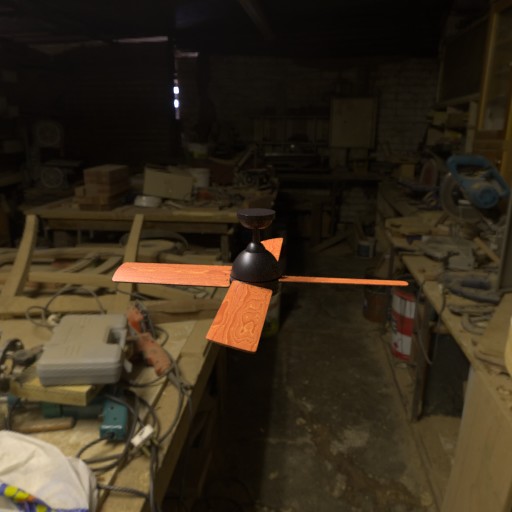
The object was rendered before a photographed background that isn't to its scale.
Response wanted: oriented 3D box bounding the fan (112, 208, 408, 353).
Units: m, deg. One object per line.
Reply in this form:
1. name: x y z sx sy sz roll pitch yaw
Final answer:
1. fan: 0.000 0.000 1.996 1.332 0.403 1.332 2 17 7
